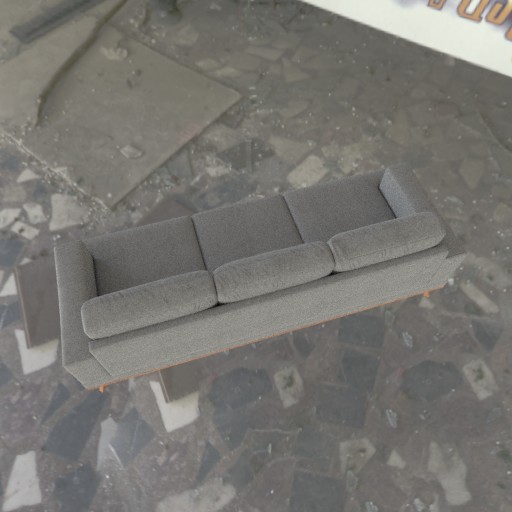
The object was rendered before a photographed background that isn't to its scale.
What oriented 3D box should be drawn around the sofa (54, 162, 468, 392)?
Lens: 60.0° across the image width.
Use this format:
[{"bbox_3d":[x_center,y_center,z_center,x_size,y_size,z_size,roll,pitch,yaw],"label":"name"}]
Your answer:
[{"bbox_3d":[0.000,0.000,2.755,2.310,0.810,0.920,-15,59,-9],"label":"sofa"}]
